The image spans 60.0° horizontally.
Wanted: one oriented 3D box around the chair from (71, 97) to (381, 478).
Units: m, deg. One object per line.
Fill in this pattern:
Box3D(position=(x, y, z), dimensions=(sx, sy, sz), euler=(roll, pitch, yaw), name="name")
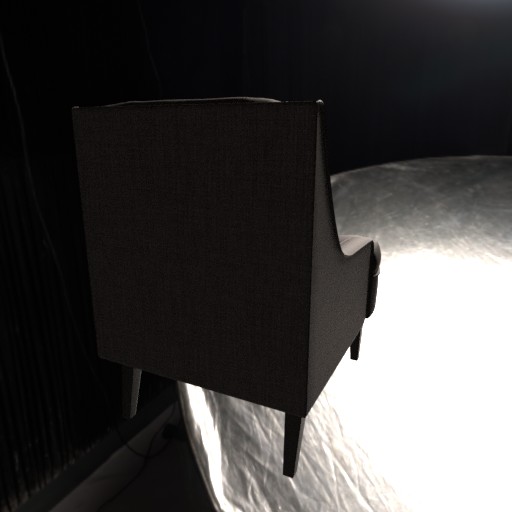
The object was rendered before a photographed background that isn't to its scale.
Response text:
Box3D(position=(0.000, 0.000, 1.387), dimensions=(0.655, 0.891, 0.771), euler=(8, 18, 25), name="chair")
